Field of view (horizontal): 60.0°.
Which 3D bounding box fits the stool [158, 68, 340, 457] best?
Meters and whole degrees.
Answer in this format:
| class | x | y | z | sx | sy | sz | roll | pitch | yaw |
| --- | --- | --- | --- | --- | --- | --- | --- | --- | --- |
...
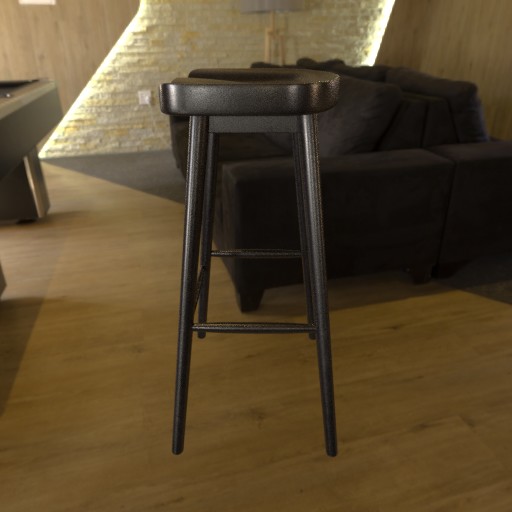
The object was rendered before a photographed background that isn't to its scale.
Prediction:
| class | x | y | z | sx | sy | sz | roll | pitch | yaw |
| --- | --- | --- | --- | --- | --- | --- | --- | --- | --- |
| stool | 0.000 | 0.000 | 0.986 | 0.361 | 0.749 | 0.440 | 0 | 26 | 1 |
